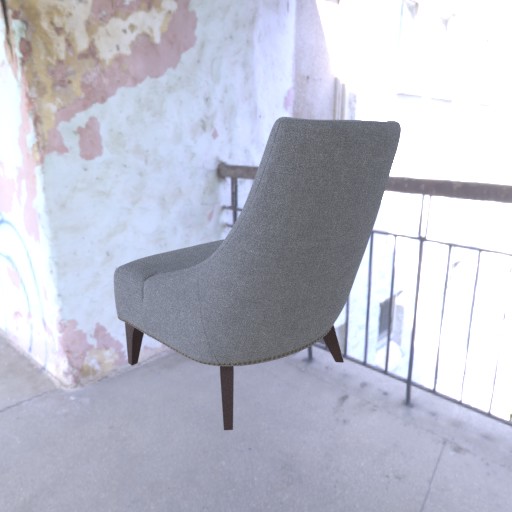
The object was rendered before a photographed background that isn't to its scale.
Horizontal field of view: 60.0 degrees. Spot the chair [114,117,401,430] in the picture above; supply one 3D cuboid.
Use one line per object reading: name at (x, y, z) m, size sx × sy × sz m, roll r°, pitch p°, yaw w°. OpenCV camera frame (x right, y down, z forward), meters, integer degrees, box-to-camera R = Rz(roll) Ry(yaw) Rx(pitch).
chair at (0.000, 0.000, 1.557) m, size 0.701 × 0.909 × 0.861 m, roll -15°, pitch 22°, yaw -42°
